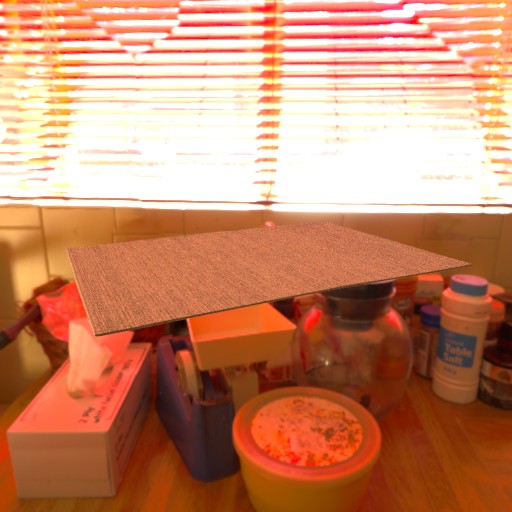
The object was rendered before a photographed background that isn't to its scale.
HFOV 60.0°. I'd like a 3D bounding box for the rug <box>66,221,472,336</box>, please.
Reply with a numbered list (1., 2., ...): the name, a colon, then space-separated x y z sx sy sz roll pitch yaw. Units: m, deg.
1. rug: 0.000 0.000 3.068 2.338 0.030 1.616 -8 17 -25
